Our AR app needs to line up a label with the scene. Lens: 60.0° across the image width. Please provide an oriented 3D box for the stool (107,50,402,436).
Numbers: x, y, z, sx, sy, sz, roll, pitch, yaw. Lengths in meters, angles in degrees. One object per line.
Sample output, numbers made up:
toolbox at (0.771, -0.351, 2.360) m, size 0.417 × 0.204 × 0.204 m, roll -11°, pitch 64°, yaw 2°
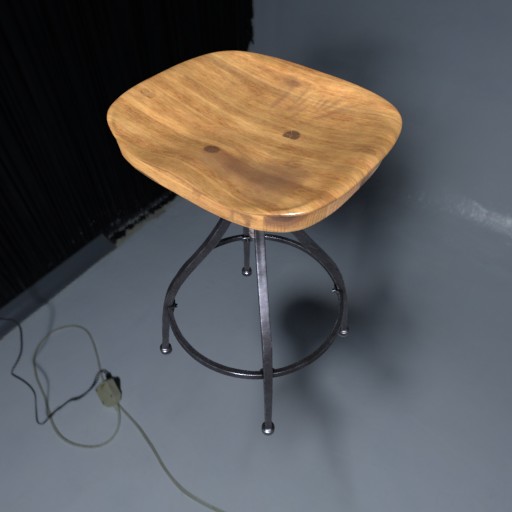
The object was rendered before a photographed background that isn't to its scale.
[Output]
stool at (0.000, 0.000, 0.958) m, size 0.432 × 0.694 × 0.424 m, roll 30°, pitch 55°, yaw 25°
